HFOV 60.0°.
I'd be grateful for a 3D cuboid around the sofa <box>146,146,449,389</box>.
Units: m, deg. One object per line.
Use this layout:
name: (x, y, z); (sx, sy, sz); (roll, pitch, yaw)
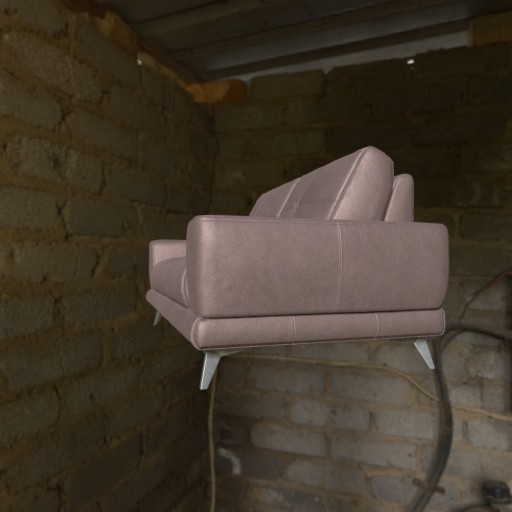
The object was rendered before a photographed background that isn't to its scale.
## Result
sofa: (0.000, 0.000, 2.373); (1.018, 0.907, 1.806); (0, -1, -18)
